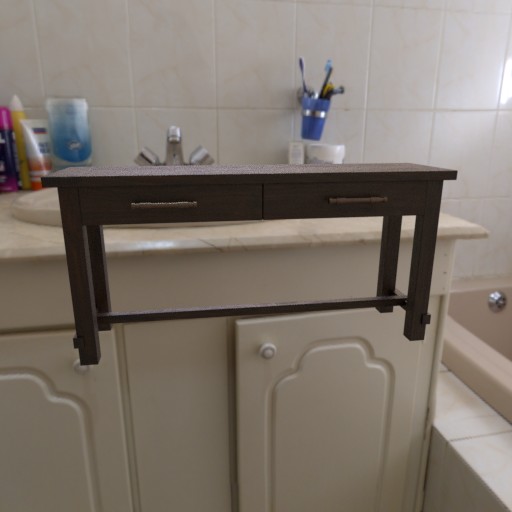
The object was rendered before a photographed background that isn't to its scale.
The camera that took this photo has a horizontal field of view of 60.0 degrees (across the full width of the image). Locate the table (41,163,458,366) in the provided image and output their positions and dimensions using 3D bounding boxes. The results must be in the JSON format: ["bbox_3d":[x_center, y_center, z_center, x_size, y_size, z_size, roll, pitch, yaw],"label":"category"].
[{"bbox_3d":[0.000,0.000,1.966,1.599,0.762,0.442,-2,16,-8],"label":"table"}]
